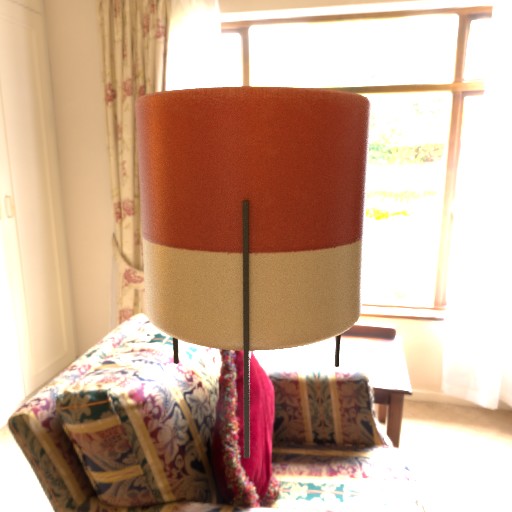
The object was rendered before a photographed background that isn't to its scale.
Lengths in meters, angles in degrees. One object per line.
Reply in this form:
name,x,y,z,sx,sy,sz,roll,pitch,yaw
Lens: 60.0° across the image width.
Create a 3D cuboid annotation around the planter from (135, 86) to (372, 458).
planter,0.000,0.000,0.711,0.354,0.465,0.345,-6,14,-27
